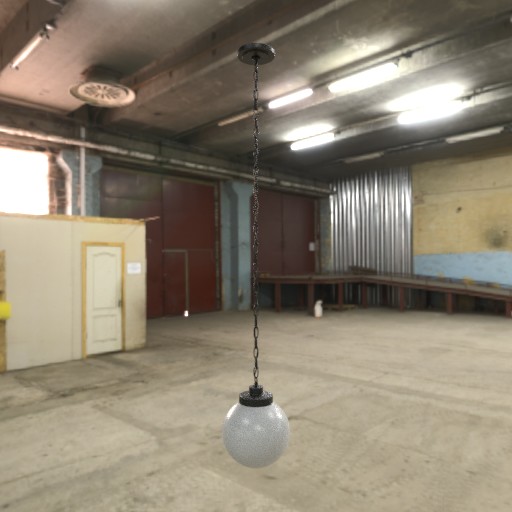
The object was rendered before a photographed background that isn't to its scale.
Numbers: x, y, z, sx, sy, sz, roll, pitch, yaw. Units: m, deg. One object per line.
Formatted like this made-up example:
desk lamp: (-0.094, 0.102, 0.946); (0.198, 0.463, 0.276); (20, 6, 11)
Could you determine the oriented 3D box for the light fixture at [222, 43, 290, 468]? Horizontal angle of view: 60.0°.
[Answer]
light fixture: (0.000, 0.000, 2.004); (0.304, 1.867, 0.305); (0, -2, -17)
